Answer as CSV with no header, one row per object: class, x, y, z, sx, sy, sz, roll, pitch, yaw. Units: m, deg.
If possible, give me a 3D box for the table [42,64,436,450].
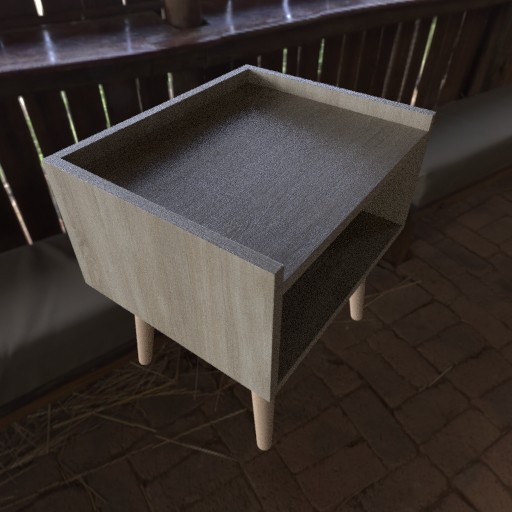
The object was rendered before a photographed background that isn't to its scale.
table,0.000,0.000,0.793,0.370,0.470,0.450,26,48,26
